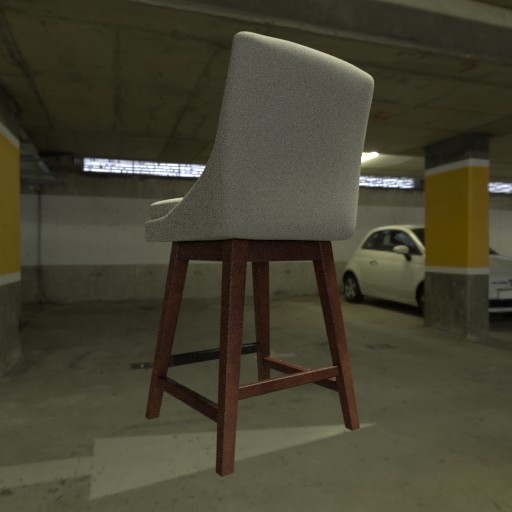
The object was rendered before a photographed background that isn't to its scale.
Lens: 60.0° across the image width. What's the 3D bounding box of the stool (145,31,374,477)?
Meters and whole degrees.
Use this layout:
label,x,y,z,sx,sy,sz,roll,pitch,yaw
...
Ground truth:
label,x,y,z,sx,sy,sz,roll,pitch,yaw
stool,0.000,0.000,1.286,0.469,0.991,0.559,-1,1,-36
